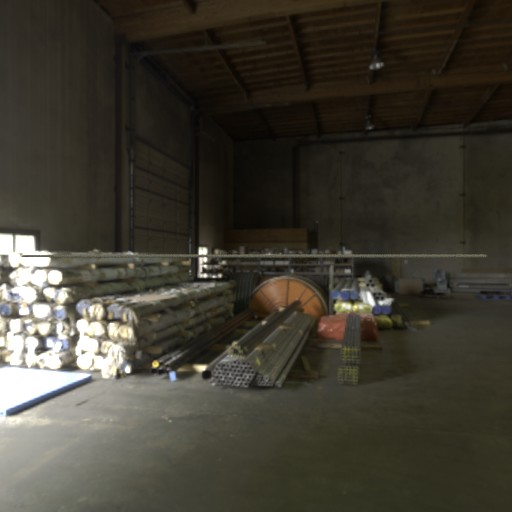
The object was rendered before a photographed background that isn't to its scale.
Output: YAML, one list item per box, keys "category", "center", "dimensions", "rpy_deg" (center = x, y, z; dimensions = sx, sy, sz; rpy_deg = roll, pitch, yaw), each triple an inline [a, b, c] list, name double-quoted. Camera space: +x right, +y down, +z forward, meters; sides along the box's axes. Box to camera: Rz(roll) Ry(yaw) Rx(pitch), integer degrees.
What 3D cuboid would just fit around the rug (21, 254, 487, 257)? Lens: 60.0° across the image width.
- category: "rug"
  center: [0.000, 0.000, 2.498]
  dimensions: [2.276, 0.014, 0.678]
  rpy_deg: [0, 0, -2]
